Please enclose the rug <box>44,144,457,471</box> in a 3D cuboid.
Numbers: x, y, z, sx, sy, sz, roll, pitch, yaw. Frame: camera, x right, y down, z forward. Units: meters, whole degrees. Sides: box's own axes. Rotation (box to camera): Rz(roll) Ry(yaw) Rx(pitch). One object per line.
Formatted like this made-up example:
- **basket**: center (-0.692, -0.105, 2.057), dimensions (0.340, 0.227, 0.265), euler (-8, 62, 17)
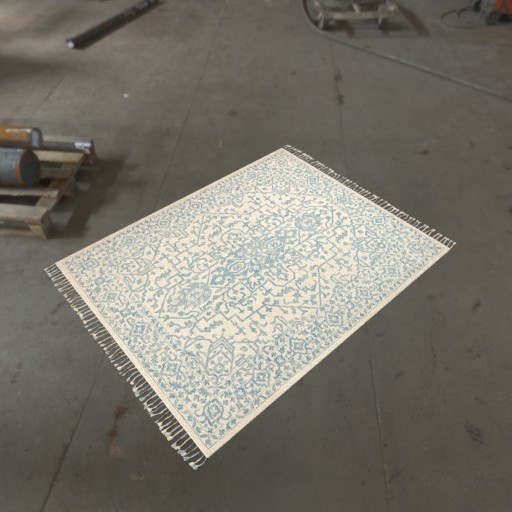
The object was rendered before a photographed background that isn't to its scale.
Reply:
- **rug**: center (0.000, 0.000, 4.370), dimensions (3.327, 0.010, 2.464), euler (-33, 54, -27)
